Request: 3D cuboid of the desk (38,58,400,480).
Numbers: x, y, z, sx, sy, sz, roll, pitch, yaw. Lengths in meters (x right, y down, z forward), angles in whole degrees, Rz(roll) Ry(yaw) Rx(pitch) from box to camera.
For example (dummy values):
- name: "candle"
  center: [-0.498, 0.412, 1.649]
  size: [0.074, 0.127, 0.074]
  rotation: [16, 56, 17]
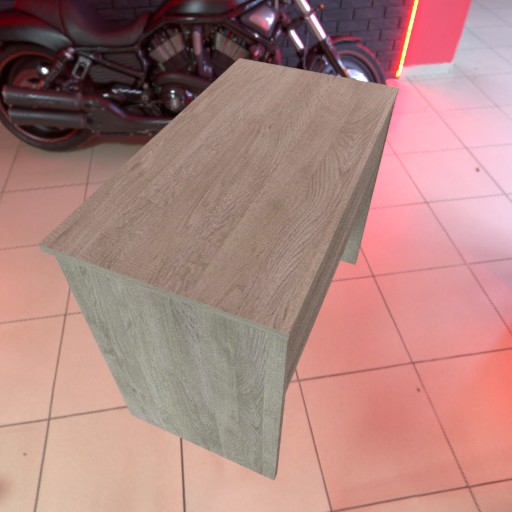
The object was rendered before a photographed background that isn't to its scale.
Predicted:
- name: "desk"
  center: [0.000, 0.000, 1.300]
  size: [0.498, 0.724, 0.893]
  rotation: [17, 49, 16]
